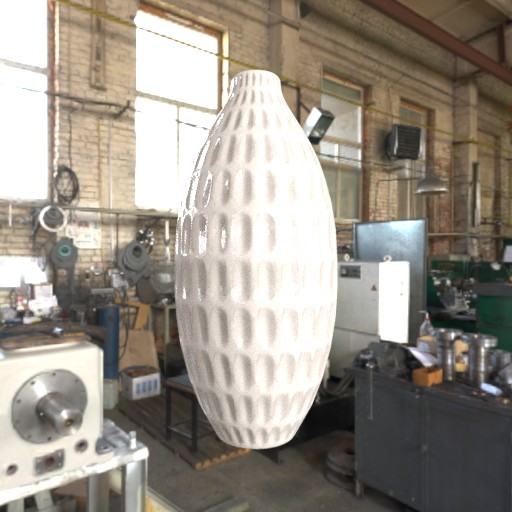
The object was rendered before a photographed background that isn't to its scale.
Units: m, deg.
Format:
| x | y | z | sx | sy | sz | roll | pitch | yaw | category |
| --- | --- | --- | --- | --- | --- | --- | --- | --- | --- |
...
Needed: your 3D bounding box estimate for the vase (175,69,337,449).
| x | y | z | sx | sy | sz | roll | pitch | yaw | category |
| --- | --- | --- | --- | --- | --- | --- | --- | --- | --- |
| 0.000 | 0.000 | 0.352 | 0.127 | 0.282 | 0.127 | 0 | 0 | 0 | vase |
